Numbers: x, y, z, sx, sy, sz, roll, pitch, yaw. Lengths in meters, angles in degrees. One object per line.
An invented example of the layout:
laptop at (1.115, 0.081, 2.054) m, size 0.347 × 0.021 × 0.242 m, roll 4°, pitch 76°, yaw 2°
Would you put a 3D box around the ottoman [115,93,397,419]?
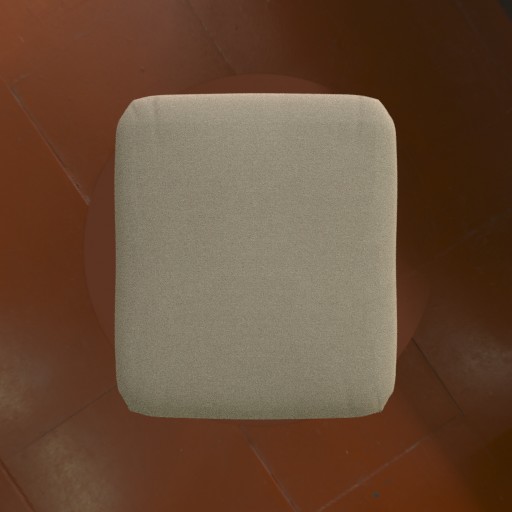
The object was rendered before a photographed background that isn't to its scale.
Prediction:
ottoman at (0.000, 0.000, 1.144) m, size 0.639 × 0.450 × 0.746 m, roll 0°, pitch 91°, yaw 0°
